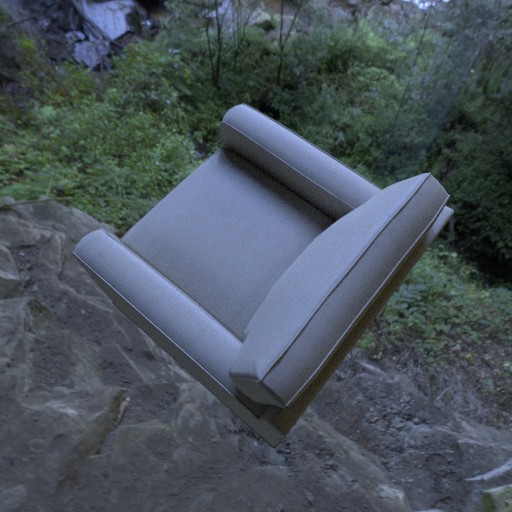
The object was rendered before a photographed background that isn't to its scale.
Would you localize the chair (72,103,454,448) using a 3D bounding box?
[{"bbox_3d":[0.000,0.000,1.824,1.043,0.913,0.998,37,70,16],"label":"chair"}]
